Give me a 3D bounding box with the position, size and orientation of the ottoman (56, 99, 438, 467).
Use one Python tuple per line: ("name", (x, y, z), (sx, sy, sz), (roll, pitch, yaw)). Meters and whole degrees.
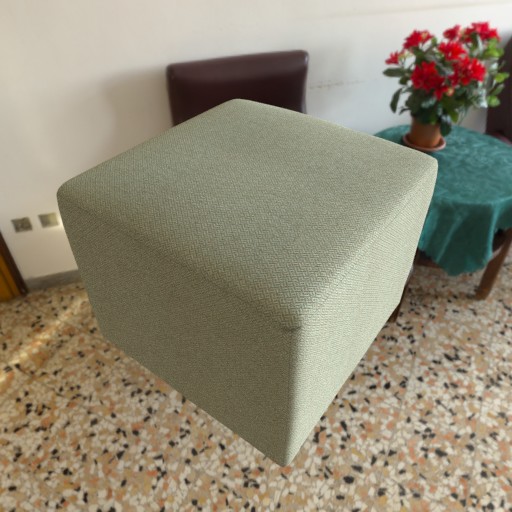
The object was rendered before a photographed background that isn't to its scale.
("ottoman", (0.000, 0.000, 0.918), (0.512, 0.453, 0.521), (26, 47, 27))
